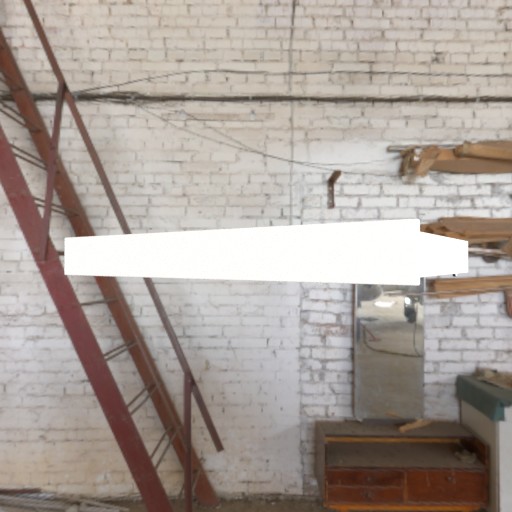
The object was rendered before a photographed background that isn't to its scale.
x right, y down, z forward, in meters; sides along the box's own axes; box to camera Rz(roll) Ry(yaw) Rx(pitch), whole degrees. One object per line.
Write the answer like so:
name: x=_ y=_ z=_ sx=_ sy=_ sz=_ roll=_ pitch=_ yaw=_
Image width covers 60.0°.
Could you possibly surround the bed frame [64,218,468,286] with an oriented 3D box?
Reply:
bed frame: x=0.000 y=0.000 z=1.574 sx=1.300 sy=0.141 sz=0.670 roll=-1 pitch=-1 yaw=35
